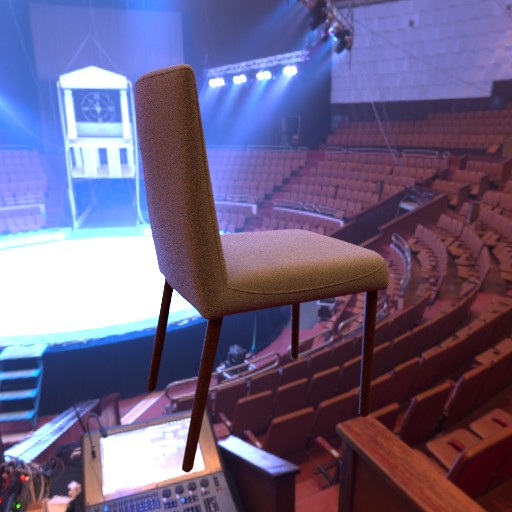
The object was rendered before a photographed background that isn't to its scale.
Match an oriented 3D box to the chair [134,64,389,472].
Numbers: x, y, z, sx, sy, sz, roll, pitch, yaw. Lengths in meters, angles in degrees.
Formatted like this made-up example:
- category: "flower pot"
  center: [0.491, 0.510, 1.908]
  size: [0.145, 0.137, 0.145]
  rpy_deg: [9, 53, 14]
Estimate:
- category: "chair"
  center: [0.000, 0.000, 1.171]
  size: [0.570, 0.859, 0.456]
  rpy_deg: [-6, 15, -24]
